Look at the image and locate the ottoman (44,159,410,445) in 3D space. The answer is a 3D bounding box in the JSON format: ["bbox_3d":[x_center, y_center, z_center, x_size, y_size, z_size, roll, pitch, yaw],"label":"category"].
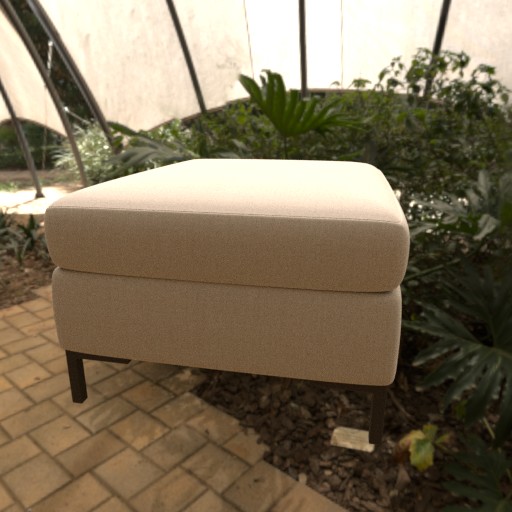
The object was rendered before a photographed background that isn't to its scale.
[{"bbox_3d":[0.000,0.000,1.138,0.657,0.453,0.794,4,18,11],"label":"ottoman"}]
